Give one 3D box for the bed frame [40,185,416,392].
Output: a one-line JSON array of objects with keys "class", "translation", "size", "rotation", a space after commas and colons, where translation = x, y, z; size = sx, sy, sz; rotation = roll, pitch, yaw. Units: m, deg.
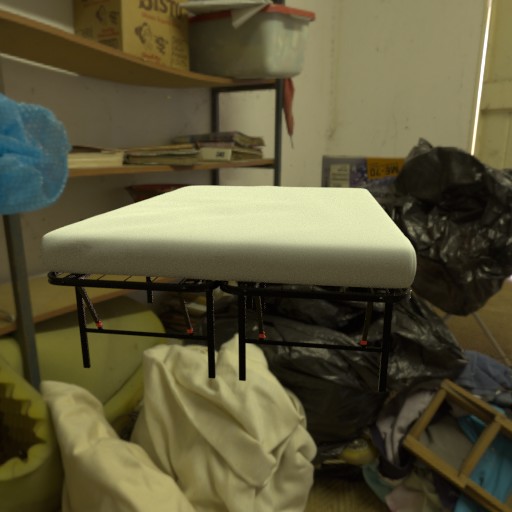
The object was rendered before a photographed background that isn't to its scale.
[{"class": "bed frame", "translation": [0.000, 0.000, 2.501], "size": [1.372, 0.637, 1.905], "rotation": [2, 15, 9]}]
